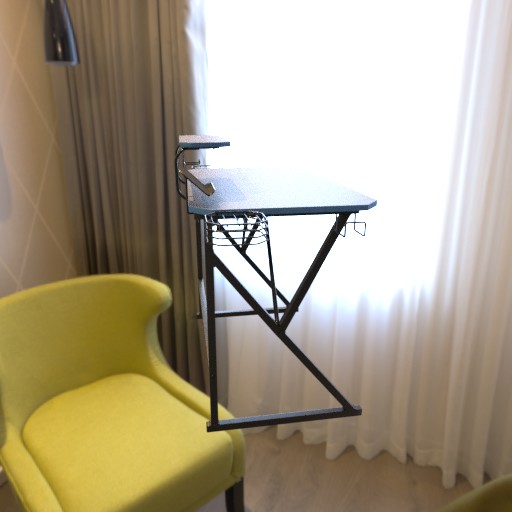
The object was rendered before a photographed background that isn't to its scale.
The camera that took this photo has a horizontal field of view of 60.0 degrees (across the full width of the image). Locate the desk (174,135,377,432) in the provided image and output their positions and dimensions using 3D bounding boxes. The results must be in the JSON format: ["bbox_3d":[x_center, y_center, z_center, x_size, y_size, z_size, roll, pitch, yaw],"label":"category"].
[{"bbox_3d":[0.000,0.000,1.762,0.594,0.909,1.295,-3,18,-9],"label":"desk"}]
